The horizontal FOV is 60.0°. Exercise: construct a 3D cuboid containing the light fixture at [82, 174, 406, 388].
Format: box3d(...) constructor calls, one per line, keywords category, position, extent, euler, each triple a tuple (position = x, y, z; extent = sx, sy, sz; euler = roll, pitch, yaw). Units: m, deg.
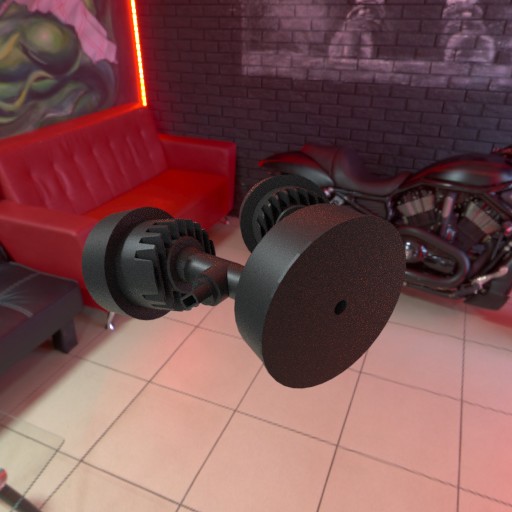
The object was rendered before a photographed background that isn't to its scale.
box3d(category="light fixture", position=(0.000, 0.000, 0.312), extent=(0.213, 0.120, 0.168), euler=(-18, 34, -30))
